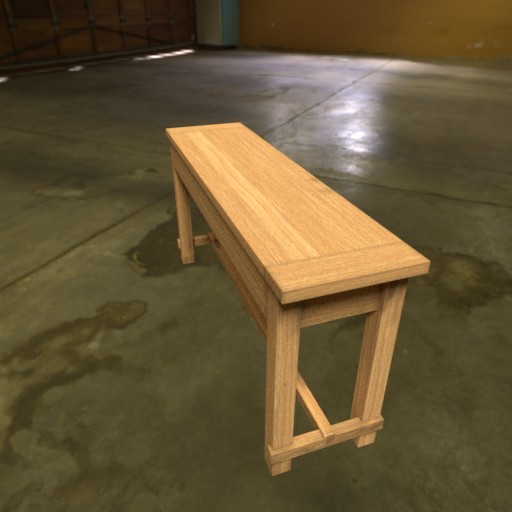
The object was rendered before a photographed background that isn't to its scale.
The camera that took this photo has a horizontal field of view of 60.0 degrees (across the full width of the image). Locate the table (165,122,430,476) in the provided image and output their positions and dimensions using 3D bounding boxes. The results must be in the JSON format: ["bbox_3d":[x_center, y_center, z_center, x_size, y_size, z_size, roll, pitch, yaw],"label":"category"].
[{"bbox_3d":[0.000,0.000,1.922,0.442,0.762,1.599,-10,31,-17],"label":"table"}]
